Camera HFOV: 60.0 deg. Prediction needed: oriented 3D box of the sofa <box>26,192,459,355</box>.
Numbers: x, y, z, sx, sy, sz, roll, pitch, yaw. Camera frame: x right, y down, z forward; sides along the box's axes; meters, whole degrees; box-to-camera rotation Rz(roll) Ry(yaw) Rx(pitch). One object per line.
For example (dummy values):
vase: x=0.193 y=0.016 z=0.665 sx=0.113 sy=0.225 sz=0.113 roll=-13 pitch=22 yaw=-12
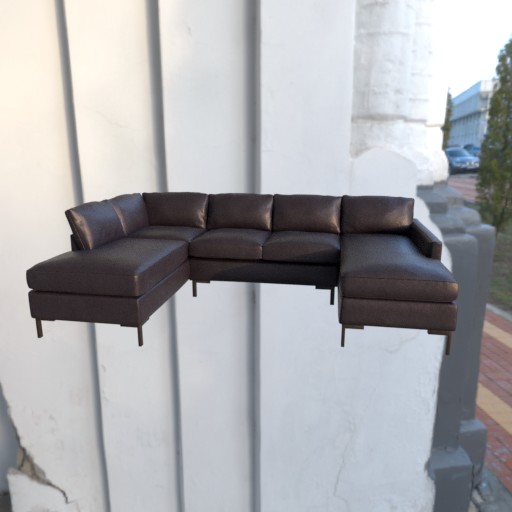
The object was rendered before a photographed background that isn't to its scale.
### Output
sofa: x=0.000 y=0.000 z=3.766 sx=2.956 sy=0.900 sz=1.939 roll=2 pitch=14 yaw=10
